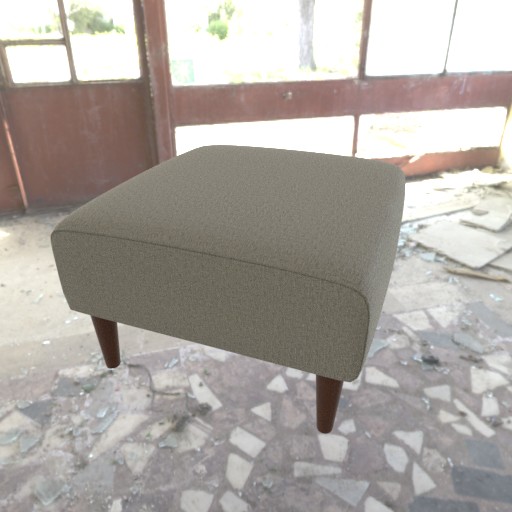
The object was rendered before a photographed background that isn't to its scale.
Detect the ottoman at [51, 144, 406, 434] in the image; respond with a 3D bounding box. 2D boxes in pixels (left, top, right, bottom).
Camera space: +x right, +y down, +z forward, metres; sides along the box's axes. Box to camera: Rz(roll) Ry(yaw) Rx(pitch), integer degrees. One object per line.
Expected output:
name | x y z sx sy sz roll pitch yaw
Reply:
ottoman | 0.000 0.000 1.094 0.648 0.399 0.655 10 30 18
